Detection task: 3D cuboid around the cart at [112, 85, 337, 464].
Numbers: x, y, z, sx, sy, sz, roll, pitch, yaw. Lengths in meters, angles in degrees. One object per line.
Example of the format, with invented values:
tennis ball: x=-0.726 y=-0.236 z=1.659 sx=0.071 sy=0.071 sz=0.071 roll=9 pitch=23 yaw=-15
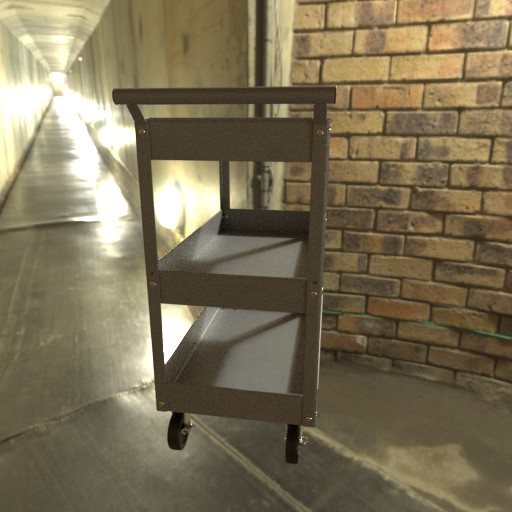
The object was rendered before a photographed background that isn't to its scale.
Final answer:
cart: x=0.000 y=0.000 z=1.155 sx=0.366 sy=0.780 sz=0.719 roll=3 pitch=17 yaw=9
